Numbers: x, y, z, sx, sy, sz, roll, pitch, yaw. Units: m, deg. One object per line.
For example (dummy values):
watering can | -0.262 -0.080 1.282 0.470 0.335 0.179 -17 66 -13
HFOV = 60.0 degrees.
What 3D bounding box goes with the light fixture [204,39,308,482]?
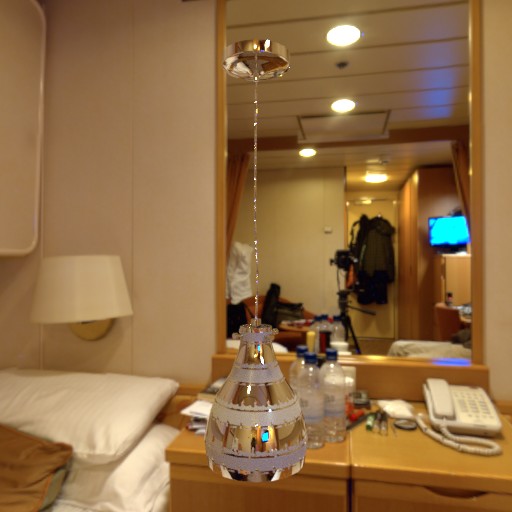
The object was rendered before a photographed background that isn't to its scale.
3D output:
light fixture | 0.000 0.000 1.609 0.374 1.457 0.374 1 -1 -36
